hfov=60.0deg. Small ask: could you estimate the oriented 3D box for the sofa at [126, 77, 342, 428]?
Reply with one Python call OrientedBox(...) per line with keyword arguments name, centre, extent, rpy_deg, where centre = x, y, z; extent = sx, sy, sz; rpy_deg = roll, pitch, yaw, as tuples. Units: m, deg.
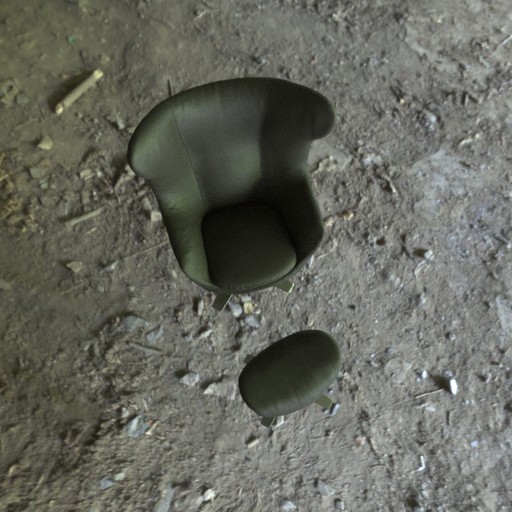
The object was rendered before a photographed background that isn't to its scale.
OrientedBox(name="sofa", centre=(0.000, 0.000, 2.147), extent=(0.894, 1.135, 1.444), rpy_deg=(-15, 65, -7))
